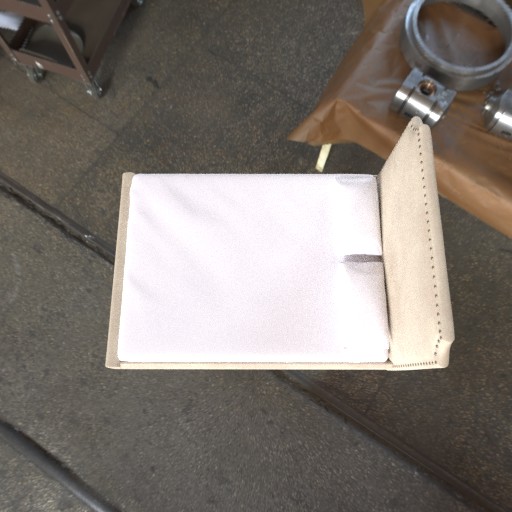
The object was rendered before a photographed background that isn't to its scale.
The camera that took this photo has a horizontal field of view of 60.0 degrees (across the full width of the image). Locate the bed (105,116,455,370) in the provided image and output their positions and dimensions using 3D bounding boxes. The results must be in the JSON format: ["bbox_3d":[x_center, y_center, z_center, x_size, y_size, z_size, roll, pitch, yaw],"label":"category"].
[{"bbox_3d":[0.000,0.000,3.446,2.372,1.443,1.712,0,74,0],"label":"bed"}]
